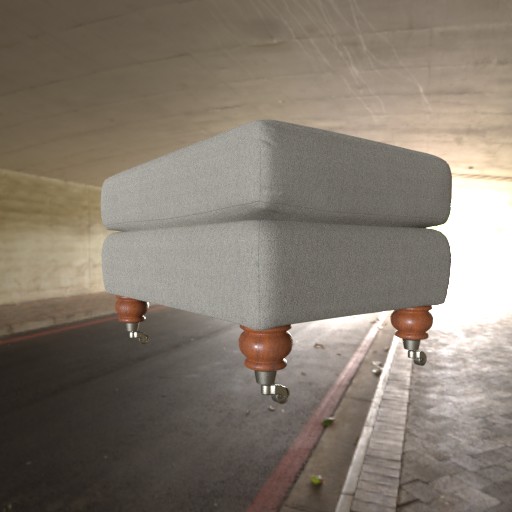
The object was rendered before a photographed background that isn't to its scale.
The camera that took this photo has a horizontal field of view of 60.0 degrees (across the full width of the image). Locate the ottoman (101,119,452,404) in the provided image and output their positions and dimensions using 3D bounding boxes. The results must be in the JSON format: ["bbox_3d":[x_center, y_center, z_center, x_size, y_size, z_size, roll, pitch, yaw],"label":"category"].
[{"bbox_3d":[0.000,0.000,1.125,0.569,0.504,0.773,-1,1,-37],"label":"ottoman"}]
